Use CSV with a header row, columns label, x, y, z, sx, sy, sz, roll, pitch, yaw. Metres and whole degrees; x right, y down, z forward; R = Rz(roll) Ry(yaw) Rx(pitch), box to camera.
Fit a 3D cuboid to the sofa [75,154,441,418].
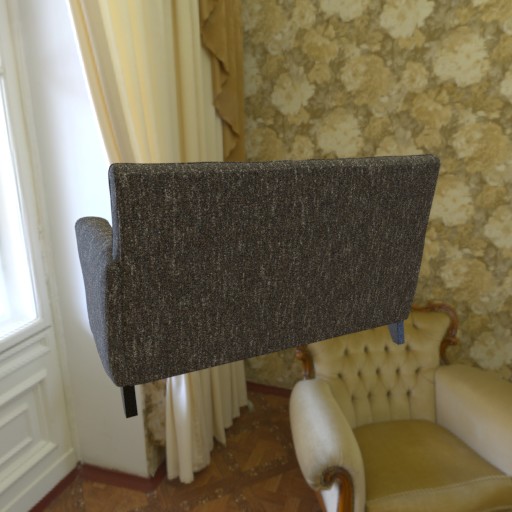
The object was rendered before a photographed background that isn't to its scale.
label,x,y,z,sx,sy,sz,roll,pitch,yaw
sofa,0.000,0.000,2.108,1.519,0.946,0.801,-7,17,-26
